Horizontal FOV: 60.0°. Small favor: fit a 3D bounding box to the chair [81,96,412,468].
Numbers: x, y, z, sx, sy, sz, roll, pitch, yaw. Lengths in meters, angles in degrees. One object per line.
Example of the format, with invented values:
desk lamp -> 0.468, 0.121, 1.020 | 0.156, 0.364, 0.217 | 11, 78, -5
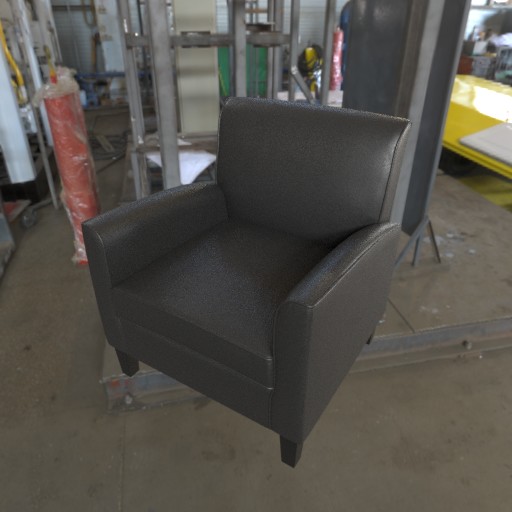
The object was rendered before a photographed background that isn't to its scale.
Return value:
chair -> 0.000, 0.000, 1.577 | 0.820, 0.916, 0.819 | 18, 35, 27
